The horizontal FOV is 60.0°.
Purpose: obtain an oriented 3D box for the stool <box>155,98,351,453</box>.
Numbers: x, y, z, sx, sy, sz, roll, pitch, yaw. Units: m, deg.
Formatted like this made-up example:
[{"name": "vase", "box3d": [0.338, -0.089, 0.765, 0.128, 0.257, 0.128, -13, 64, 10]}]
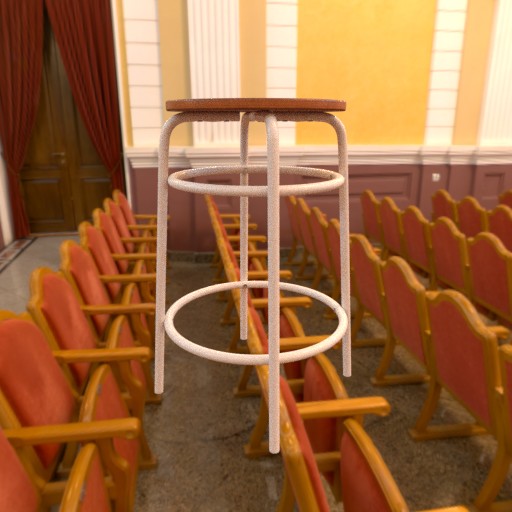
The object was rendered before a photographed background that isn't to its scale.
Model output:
[{"name": "stool", "box3d": [0.000, 0.000, 0.926, 0.455, 0.610, 0.455, -3, 17, -8]}]
